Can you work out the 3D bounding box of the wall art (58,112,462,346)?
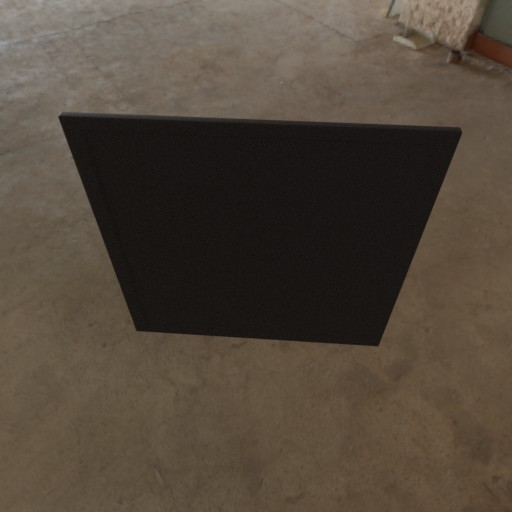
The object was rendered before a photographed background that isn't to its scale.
[{"bbox_3d":[0.000,0.000,0.824,0.562,0.558,0.012,3,48,3],"label":"wall art"}]
